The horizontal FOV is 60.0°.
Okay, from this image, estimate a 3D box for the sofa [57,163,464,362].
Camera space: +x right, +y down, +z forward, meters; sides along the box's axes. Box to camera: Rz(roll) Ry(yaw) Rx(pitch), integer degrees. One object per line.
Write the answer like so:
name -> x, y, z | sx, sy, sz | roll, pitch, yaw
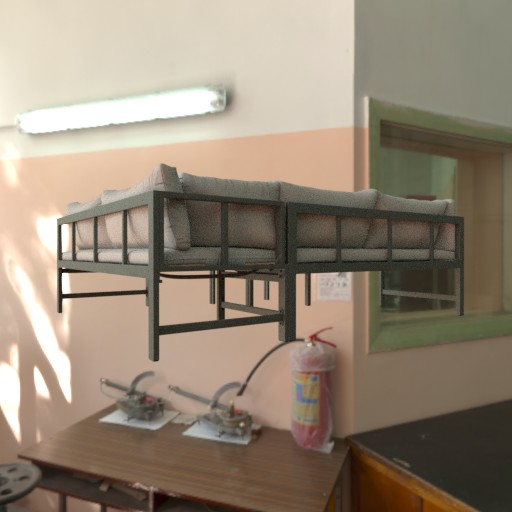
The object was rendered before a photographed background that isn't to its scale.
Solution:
sofa -> 0.000, 0.000, 2.901 | 2.096, 0.758, 1.658 | 0, 0, -35
